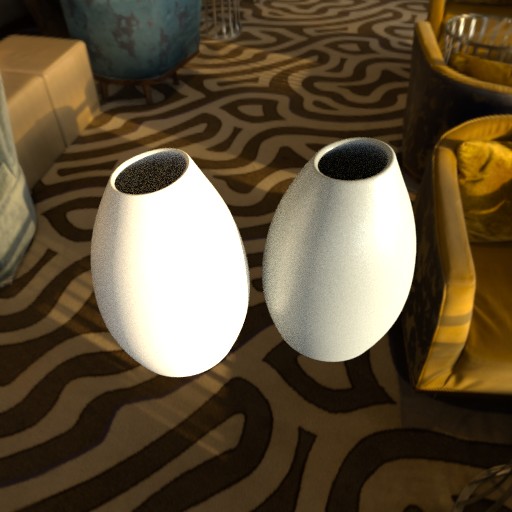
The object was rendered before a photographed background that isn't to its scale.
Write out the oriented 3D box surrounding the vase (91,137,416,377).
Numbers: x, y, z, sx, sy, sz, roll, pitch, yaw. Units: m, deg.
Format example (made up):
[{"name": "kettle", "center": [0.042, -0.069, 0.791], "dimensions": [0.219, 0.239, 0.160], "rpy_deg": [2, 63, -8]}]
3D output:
[{"name": "vase", "center": [0.000, 0.000, 0.256], "dimensions": [0.187, 0.131, 0.089], "rpy_deg": [-4, 45, -4]}]
